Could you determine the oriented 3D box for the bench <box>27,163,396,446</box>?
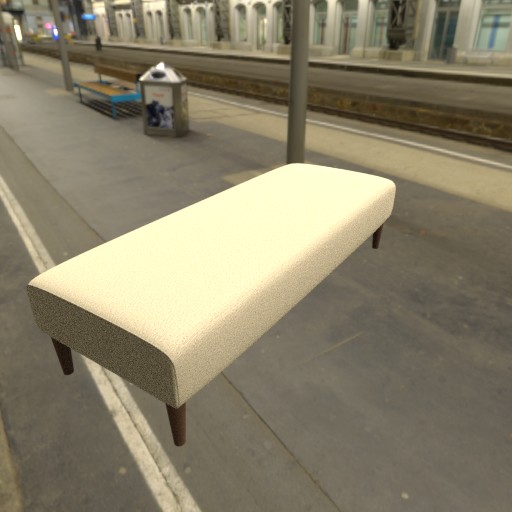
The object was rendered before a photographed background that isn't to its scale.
[{"bbox_3d":[0.000,0.000,1.844,0.646,0.393,1.609,17,32,30],"label":"bench"}]
